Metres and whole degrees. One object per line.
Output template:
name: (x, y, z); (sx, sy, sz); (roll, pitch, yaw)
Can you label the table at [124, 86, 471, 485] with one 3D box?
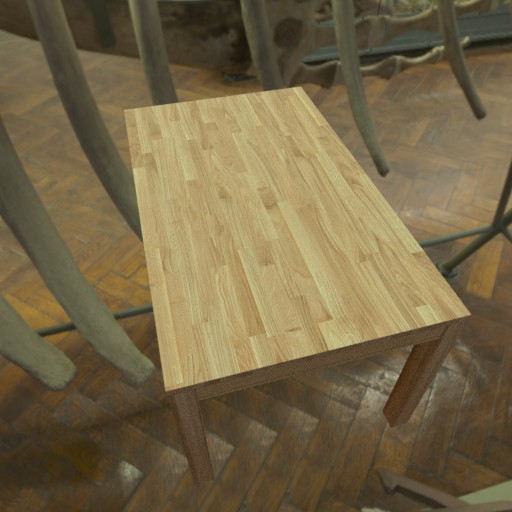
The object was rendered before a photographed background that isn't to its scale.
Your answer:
table: (0.000, 0.000, 1.996); (0.900, 0.770, 1.500); (-11, 48, -11)
